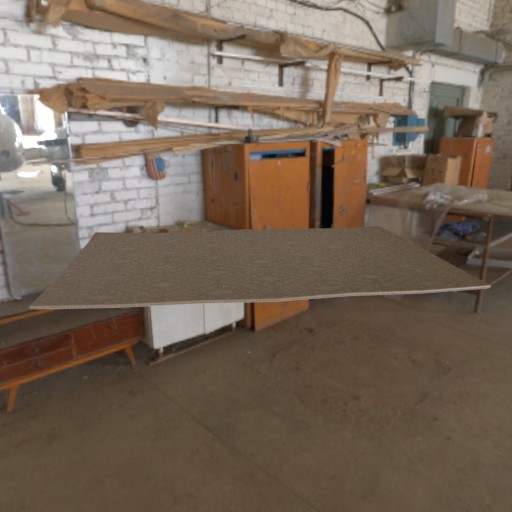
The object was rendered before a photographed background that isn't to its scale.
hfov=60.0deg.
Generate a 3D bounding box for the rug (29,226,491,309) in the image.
[{"bbox_3d":[0.000,0.000,3.030,2.430,0.053,1.553,-2,16,-8],"label":"rug"}]
